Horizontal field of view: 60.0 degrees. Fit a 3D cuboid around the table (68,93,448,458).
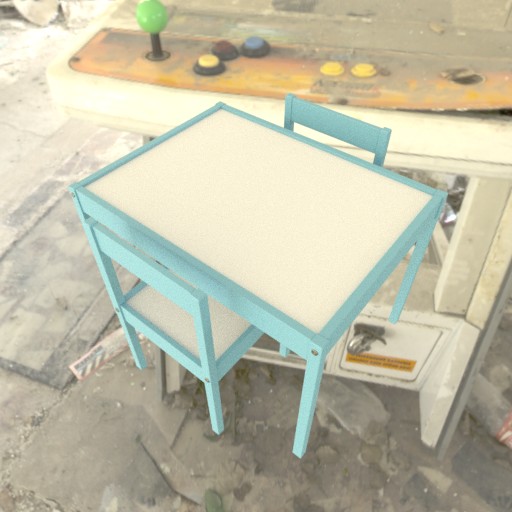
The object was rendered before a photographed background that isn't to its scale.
[{"bbox_3d":[0.000,0.000,1.076,0.639,0.503,0.633,30,53,26],"label":"table"}]
